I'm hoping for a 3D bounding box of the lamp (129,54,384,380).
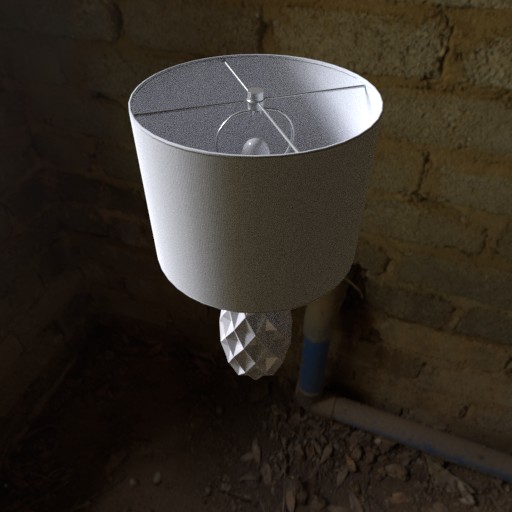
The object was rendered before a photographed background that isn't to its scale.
[{"bbox_3d":[0.000,0.000,0.697,0.297,0.522,0.297,0,42,0],"label":"lamp"}]
